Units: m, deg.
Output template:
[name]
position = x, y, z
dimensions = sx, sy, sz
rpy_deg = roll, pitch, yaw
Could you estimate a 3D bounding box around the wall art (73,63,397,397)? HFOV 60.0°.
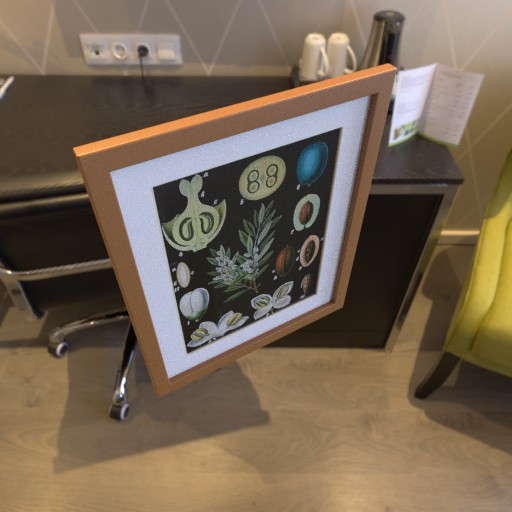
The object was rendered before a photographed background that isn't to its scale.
[wall art]
position = 0.000, 0.000, 0.517
dimensions = 0.310, 0.379, 0.015
rpy_deg = -22, 50, -20
